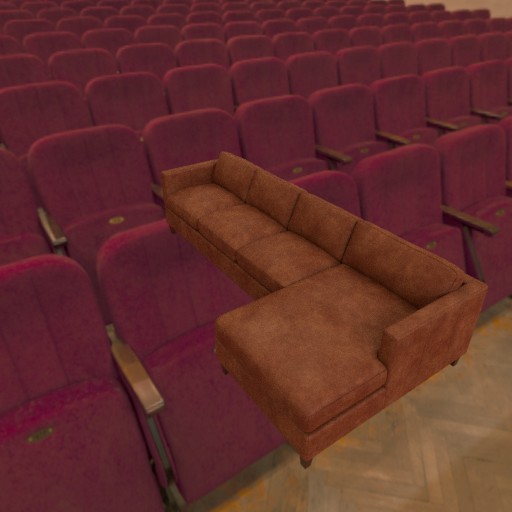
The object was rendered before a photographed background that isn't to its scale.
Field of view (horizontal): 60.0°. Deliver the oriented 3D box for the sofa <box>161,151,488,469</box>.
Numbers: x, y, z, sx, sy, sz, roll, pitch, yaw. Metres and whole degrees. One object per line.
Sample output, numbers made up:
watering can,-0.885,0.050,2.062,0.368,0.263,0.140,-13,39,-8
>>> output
sofa,0.000,0.000,3.844,1.581,0.883,3.203,-20,37,-29
